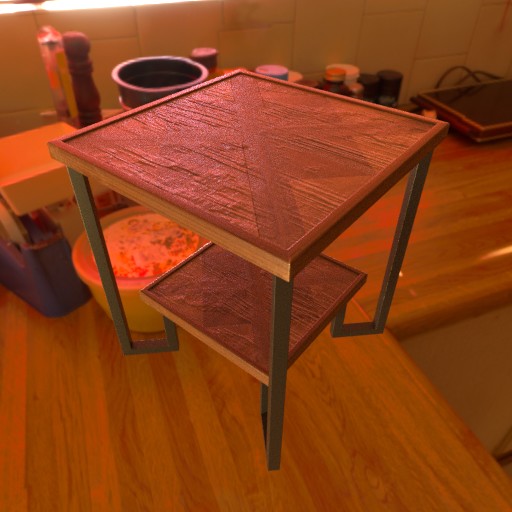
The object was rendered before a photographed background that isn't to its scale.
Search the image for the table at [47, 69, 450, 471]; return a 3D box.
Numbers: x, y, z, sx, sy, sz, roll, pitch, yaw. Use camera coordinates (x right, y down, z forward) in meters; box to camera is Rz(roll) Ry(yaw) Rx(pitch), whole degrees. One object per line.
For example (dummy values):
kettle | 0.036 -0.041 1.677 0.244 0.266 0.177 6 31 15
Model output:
table | 0.000 0.000 0.954 0.503 0.563 0.503 27 47 29
